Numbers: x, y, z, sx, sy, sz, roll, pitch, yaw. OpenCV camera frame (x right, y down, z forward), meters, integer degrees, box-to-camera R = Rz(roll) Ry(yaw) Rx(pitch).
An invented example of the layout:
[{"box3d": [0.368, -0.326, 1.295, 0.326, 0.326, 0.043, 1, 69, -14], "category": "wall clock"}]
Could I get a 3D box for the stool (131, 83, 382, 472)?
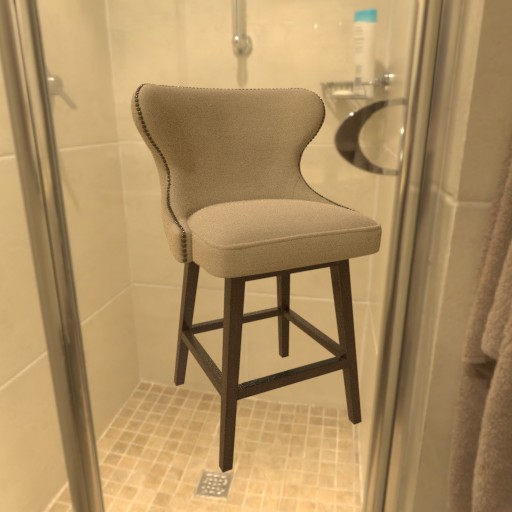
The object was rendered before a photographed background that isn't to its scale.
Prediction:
[{"box3d": [0.000, 0.000, 1.326, 0.615, 0.972, 0.597, -8, 20, -25], "category": "stool"}]
